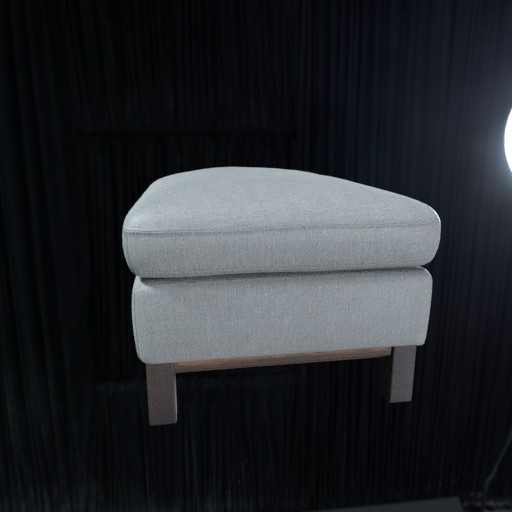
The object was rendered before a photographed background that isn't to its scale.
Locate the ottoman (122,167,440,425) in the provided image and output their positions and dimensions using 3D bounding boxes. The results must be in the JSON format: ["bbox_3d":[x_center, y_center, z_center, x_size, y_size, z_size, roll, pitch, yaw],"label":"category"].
[{"bbox_3d":[0.000,0.000,1.046,0.528,0.404,0.735,-2,14,-9],"label":"ottoman"}]
